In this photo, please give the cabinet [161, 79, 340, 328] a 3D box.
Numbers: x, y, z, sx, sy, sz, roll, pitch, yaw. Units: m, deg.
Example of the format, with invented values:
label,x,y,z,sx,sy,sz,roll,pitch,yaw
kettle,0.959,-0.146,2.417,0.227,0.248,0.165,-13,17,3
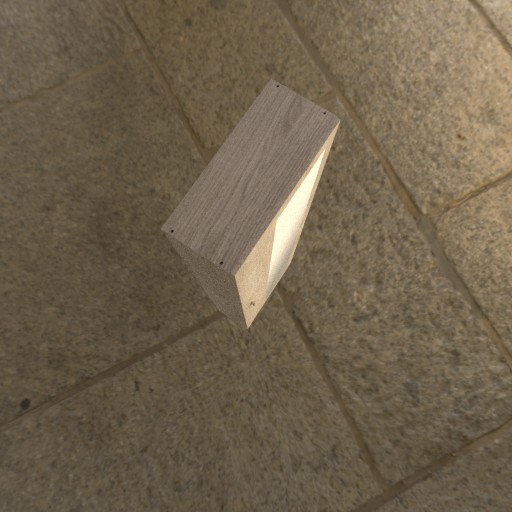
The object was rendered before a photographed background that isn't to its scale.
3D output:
label,x,y,z,sx,sy,sz,roll,pitch,yaw
cabinet,0.000,0.000,1.989,0.230,1.790,0.500,32,79,7
